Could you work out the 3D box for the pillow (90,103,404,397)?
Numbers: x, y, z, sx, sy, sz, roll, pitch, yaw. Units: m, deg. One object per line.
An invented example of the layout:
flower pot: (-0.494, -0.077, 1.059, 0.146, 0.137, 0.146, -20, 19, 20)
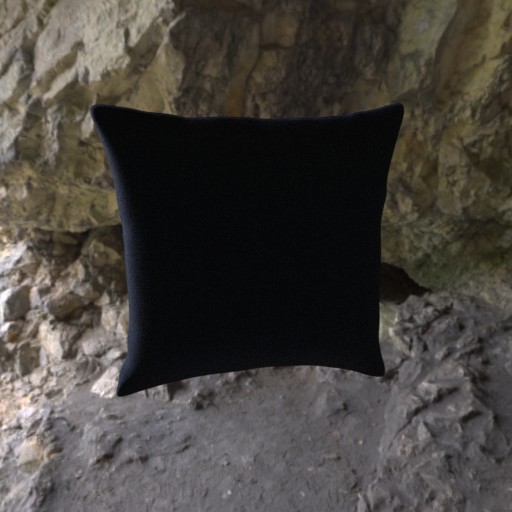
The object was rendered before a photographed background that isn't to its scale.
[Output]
pillow: (0.000, 0.000, 0.651, 0.431, 0.431, 0.141, -2, 15, -8)
